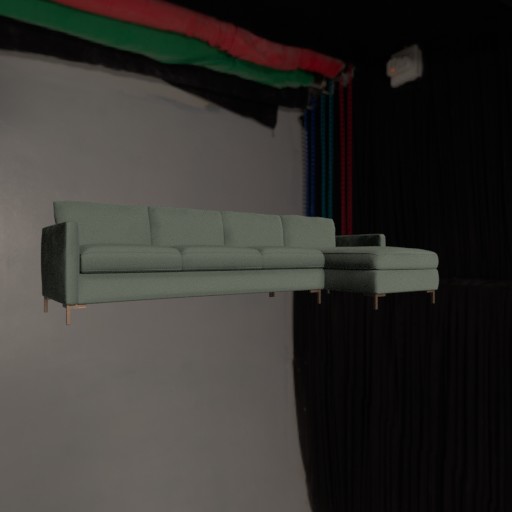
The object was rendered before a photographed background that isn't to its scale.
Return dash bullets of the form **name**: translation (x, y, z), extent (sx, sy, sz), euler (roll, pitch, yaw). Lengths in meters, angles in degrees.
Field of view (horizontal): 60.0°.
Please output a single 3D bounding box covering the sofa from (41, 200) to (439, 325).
- **sofa**: translation (0.000, 0.000, 3.259), extent (2.725, 0.756, 1.255), euler (0, 0, -35)
